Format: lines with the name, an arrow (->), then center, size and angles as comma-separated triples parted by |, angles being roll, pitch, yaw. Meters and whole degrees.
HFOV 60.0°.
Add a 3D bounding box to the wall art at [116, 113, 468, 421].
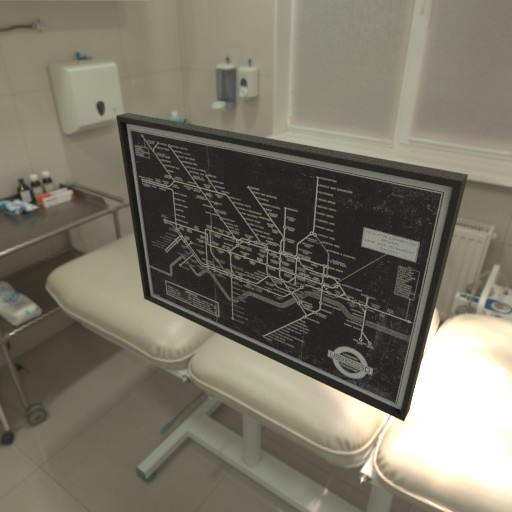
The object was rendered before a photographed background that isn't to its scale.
wall art -> 0.000, 0.000, 0.570 | 0.443, 0.301, 0.021 | 19, 35, 30
